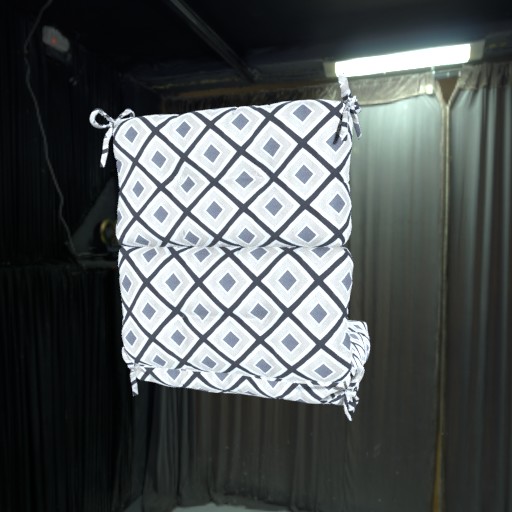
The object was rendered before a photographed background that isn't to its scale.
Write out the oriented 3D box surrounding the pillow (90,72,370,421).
[{"bbox_3d":[0.000,0.000,1.035,0.519,0.605,0.571,0,2,18],"label":"pillow"}]
